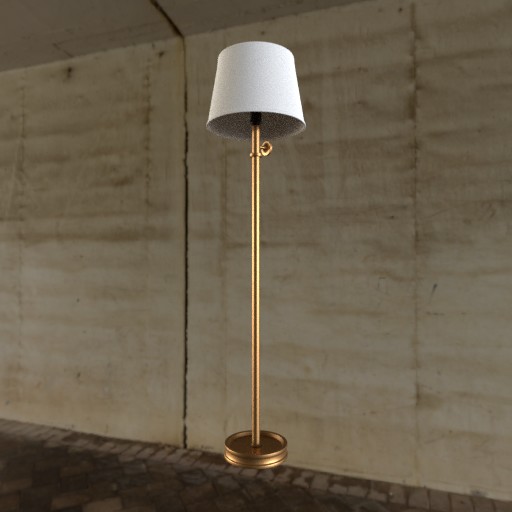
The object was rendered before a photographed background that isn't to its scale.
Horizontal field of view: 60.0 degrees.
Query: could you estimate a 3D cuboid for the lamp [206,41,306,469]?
[{"bbox_3d":[0.000,0.000,0.798,0.178,0.710,0.178,0,-1,0],"label":"lamp"}]
